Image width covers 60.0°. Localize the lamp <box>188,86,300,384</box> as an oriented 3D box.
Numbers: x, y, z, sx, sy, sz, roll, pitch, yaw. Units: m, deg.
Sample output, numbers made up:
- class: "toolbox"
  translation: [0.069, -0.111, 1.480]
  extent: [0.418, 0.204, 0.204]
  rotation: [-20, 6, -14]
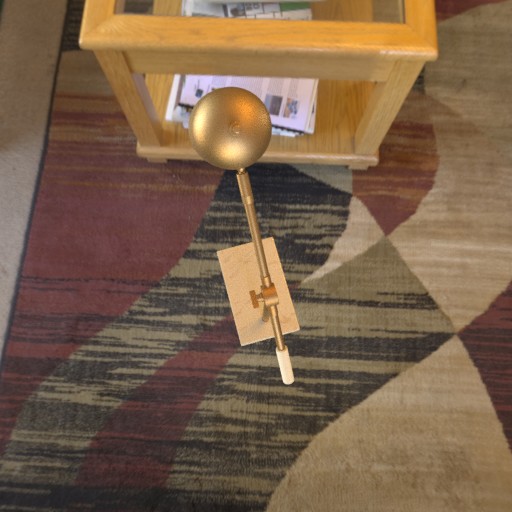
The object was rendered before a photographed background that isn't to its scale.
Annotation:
- class: "lamp"
  translation: [0.000, 0.000, 0.814]
  extent: [0.144, 0.603, 0.471]
  rotation: [-15, 76, -4]
